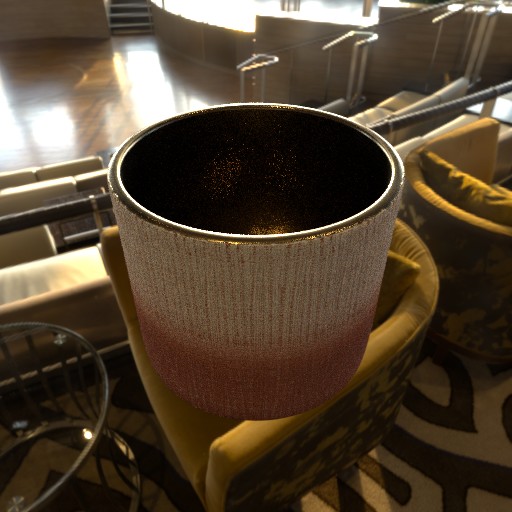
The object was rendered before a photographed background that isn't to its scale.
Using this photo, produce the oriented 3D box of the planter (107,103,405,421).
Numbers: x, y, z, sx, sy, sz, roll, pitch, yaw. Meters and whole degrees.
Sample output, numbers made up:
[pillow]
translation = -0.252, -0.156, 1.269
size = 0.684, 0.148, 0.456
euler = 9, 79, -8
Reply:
[planter]
translation = 0.000, 0.000, 0.317
size = 0.178, 0.157, 0.178
euler = 0, 39, 0
